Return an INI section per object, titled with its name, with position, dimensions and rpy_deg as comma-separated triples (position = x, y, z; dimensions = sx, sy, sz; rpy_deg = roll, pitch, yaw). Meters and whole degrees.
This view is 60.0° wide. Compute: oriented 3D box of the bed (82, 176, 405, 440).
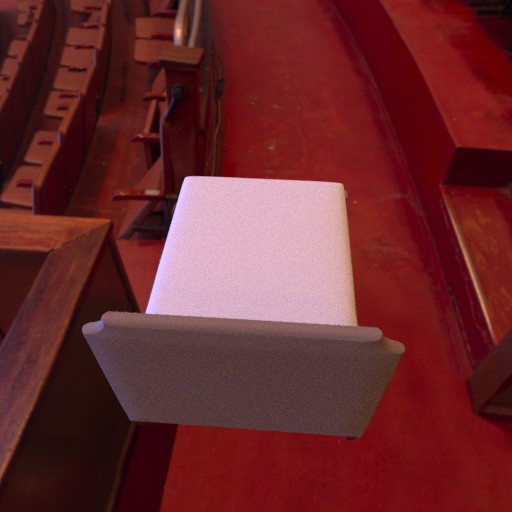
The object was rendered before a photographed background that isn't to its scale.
[bed]
position = 0.000, 0.000, 3.533
dimensions = 1.713, 1.443, 2.372
rpy_deg = 3, 48, 3
